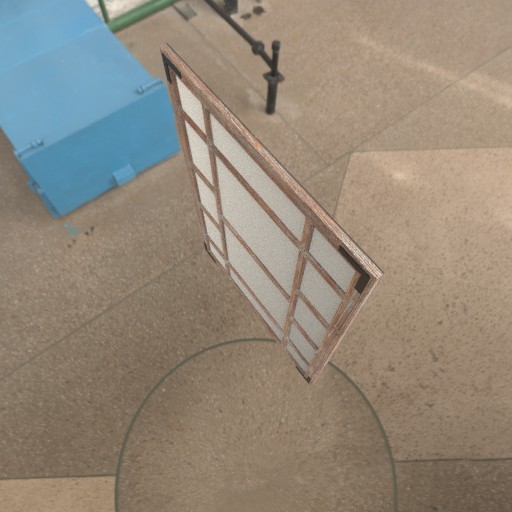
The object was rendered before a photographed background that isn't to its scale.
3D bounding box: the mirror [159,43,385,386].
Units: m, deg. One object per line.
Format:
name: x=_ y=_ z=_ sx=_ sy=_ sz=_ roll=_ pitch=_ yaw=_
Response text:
mirror: x=0.000 y=0.000 z=1.314 sx=0.025 sy=0.996 sz=0.705 roll=-33 pitch=68 yaw=-15
